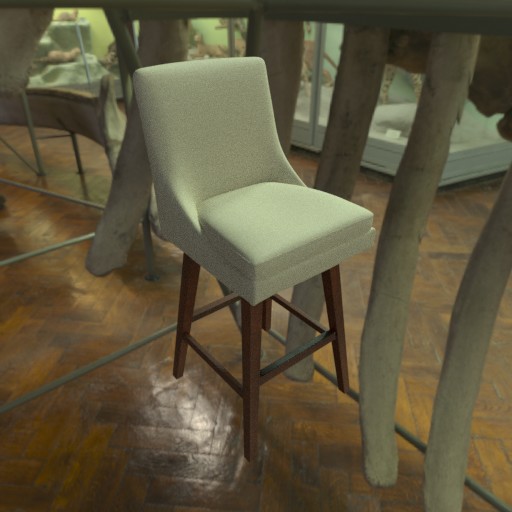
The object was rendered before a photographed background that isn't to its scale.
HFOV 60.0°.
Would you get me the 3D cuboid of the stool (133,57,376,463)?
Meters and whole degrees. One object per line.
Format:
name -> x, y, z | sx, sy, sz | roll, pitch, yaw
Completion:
stool -> 0.000, 0.000, 1.404 | 0.470, 1.097, 0.559 | -22, 37, -33
